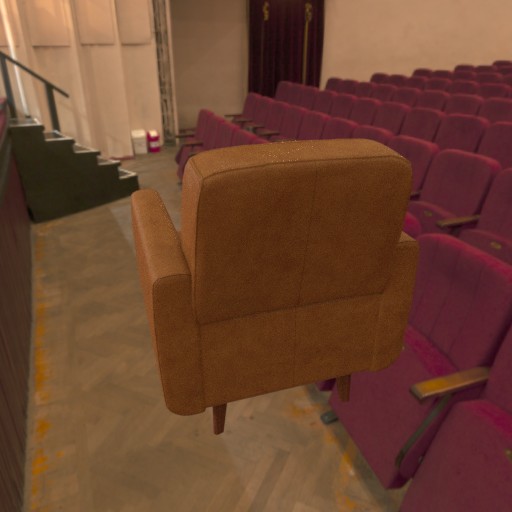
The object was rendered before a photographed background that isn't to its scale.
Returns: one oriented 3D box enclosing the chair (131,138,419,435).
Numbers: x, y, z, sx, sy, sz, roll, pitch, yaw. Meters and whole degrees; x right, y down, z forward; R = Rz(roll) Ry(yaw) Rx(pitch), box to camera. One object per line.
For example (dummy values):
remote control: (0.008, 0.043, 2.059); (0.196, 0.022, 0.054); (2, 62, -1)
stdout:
chair: (0.000, 0.000, 1.667); (0.845, 0.968, 0.942); (-8, 27, -16)
